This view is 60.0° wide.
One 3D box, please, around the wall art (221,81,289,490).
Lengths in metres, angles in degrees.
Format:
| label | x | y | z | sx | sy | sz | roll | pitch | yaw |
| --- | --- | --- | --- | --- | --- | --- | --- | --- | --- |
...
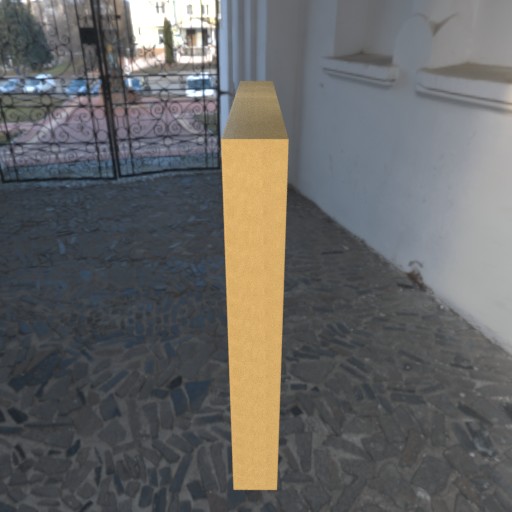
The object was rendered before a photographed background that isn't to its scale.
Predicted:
| label | x | y | z | sx | sy | sz | roll | pitch | yaw |
| --- | --- | --- | --- | --- | --- | --- | --- | --- | --- |
| wall art | 0.000 | 0.000 | 0.454 | 0.038 | 0.305 | 0.304 | 0 | 27 | 0 |
